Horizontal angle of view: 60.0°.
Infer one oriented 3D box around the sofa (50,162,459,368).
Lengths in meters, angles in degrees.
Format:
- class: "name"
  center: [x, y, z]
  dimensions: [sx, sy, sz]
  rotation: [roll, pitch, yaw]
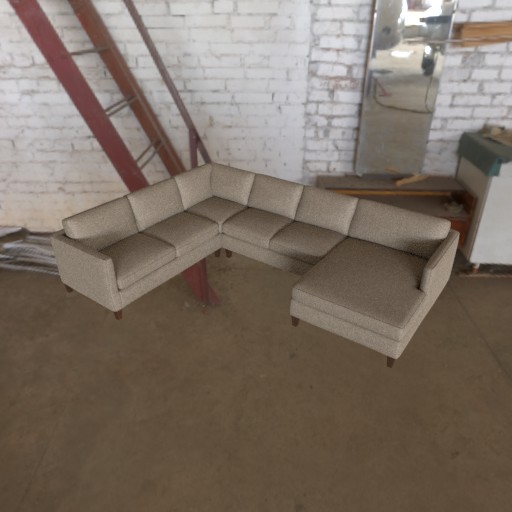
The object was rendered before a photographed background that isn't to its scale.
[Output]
- class: "sofa"
  center: [0.000, 0.000, 4.628]
  dimensions: [3.403, 0.889, 2.551]
  rotation: [20, 35, 30]
